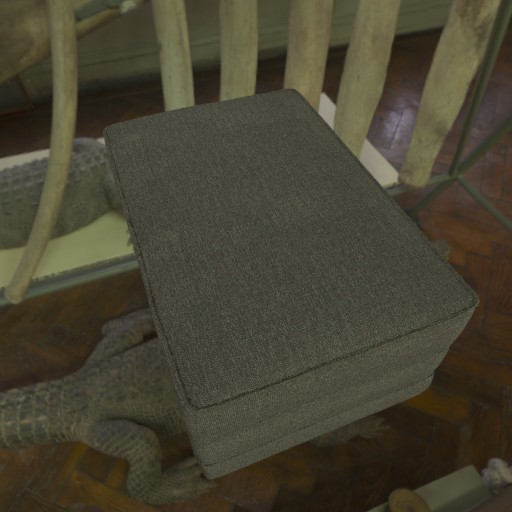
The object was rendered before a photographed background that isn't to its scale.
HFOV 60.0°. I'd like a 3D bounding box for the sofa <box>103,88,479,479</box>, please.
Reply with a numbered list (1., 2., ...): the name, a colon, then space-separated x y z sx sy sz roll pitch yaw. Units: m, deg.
1. sofa: 0.000 0.000 1.149 0.578 0.457 0.854 -17 52 -14
